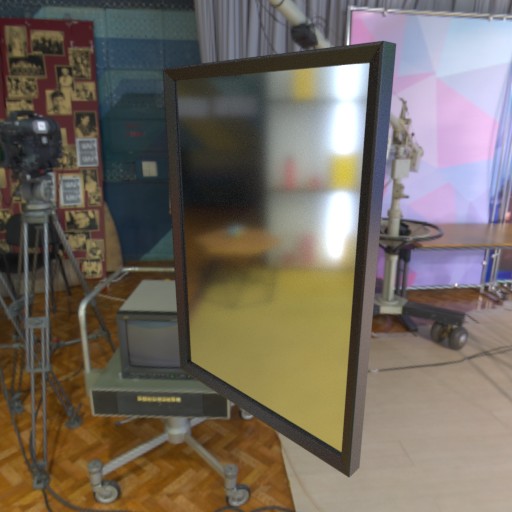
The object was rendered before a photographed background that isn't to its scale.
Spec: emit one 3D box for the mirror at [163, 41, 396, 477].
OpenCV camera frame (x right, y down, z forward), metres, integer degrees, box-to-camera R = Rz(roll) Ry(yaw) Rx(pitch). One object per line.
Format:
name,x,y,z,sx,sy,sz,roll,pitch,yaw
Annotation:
mirror,0.000,0.000,0.868,0.507,0.710,0.039,17,24,42
